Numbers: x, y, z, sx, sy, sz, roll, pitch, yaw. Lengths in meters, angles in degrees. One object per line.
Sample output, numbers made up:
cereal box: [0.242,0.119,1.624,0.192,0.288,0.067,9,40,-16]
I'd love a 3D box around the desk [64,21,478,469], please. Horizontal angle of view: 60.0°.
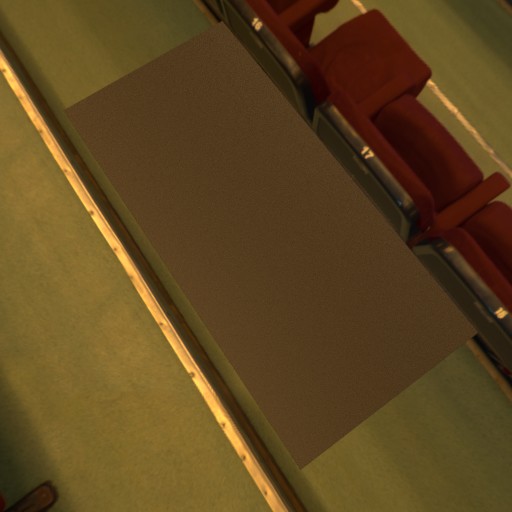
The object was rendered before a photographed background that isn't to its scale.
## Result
desk: [0.000,0.000,1.467,0.504,0.780,1.057,-34,77,-9]
